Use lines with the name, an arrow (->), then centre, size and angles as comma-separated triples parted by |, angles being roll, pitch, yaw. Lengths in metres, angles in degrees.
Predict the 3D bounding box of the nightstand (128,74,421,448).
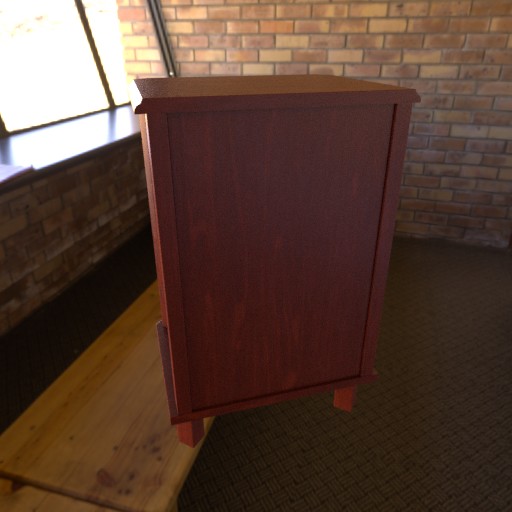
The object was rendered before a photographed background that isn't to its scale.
nightstand -> 0.000, 0.000, 0.931 | 0.435, 0.681, 0.351 | -7, 27, -14
